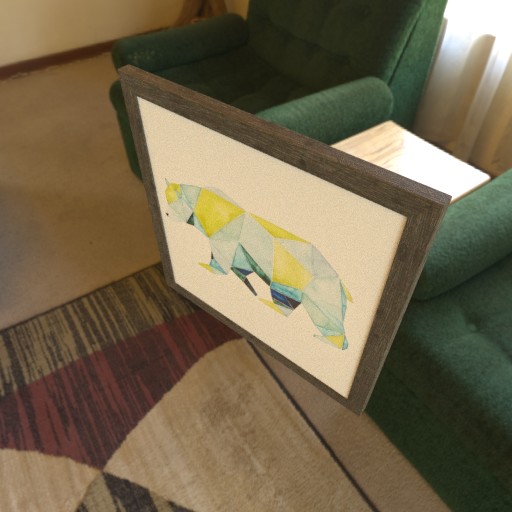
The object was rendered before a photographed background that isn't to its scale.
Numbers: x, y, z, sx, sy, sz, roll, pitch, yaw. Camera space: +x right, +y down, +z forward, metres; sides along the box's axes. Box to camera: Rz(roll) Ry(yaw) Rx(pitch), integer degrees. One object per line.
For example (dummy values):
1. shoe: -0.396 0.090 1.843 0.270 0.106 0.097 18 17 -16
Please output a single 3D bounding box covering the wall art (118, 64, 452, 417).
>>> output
1. wall art: 0.000 0.000 0.679 0.462 0.459 0.027 30 54 25
